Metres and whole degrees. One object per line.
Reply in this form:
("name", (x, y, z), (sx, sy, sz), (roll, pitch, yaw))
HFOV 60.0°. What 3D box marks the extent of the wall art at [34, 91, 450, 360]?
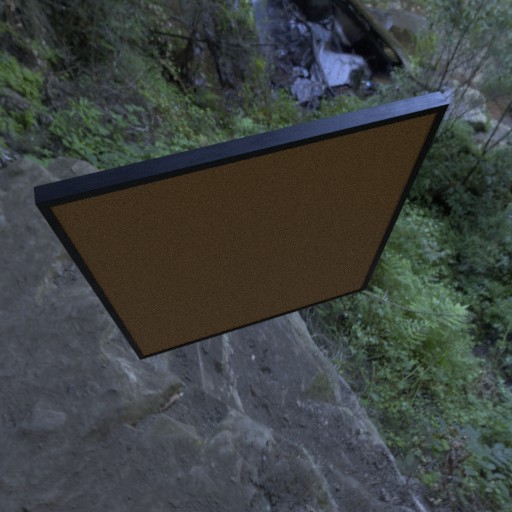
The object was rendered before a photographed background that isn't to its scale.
("wall art", (0.000, 0.000, 1.110), (0.763, 0.763, 0.039), (-16, 59, -10))
